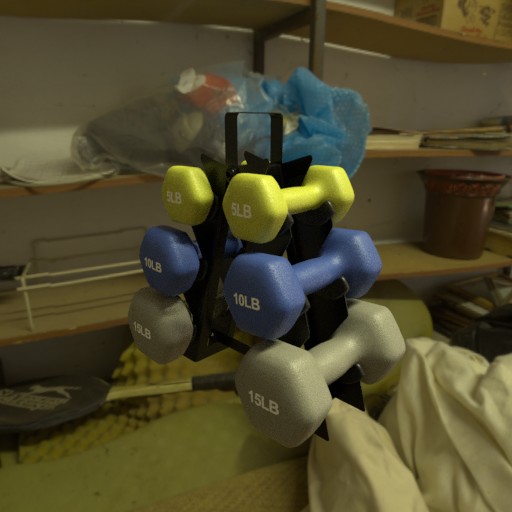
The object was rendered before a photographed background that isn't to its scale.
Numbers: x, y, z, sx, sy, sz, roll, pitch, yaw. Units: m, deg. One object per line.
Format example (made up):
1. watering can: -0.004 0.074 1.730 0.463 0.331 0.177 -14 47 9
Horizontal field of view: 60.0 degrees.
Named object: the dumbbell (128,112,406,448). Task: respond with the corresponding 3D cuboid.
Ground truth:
1. dumbbell: 0.000 0.000 0.691 0.416 0.426 0.261 16 23 43
